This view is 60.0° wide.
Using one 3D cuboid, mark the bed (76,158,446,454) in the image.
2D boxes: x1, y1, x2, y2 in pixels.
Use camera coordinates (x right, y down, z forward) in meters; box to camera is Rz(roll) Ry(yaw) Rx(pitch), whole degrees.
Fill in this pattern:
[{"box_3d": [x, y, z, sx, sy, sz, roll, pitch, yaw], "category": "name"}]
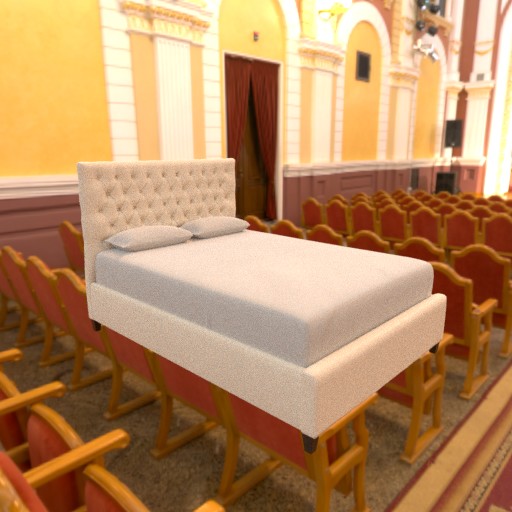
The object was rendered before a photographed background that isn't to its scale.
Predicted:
[{"box_3d": [0.000, 0.000, 3.462, 2.387, 1.427, 1.698, 13, 19, 42], "category": "bed"}]
